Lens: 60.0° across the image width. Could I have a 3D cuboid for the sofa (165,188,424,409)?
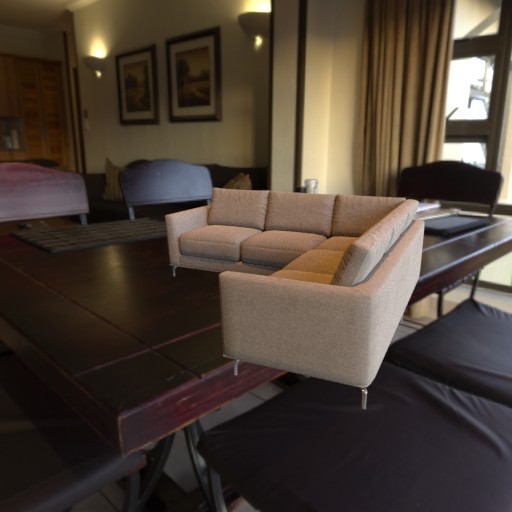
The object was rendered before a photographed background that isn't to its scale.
[{"bbox_3d":[0.000,0.000,3.728,2.438,0.864,2.438,7,16,25],"label":"sofa"}]
